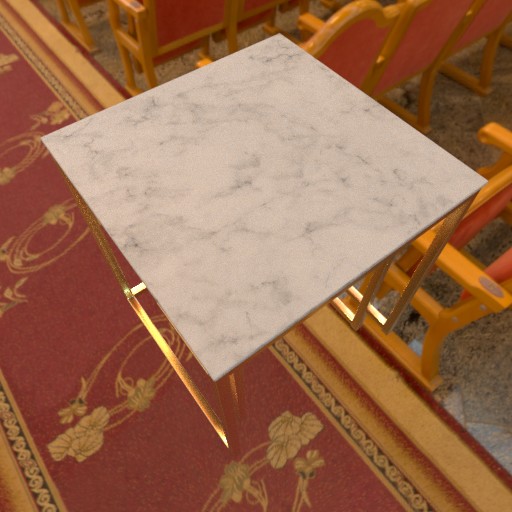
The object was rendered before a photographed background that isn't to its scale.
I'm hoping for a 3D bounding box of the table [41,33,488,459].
[{"bbox_3d":[0.000,0.000,0.832,0.450,0.500,0.450,-32,62,-19],"label":"table"}]
